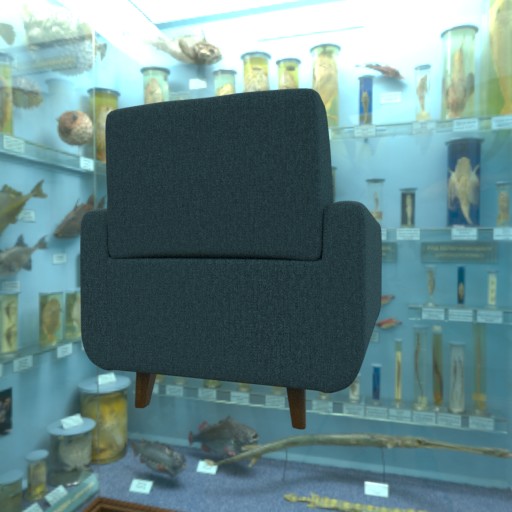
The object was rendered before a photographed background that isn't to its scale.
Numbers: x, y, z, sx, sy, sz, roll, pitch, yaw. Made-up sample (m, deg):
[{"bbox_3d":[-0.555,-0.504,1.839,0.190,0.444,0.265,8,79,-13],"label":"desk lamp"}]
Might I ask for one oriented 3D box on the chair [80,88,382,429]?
[{"bbox_3d":[0.000,0.000,1.678,0.880,0.940,0.964,0,1,18],"label":"chair"}]
